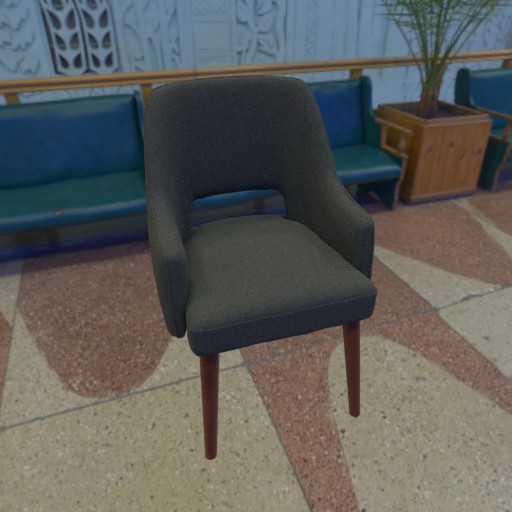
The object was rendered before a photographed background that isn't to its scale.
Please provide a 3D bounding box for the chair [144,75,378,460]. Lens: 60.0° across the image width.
[{"bbox_3d":[0.000,0.000,1.215,0.559,0.838,0.560,-10,33,-15],"label":"chair"}]
